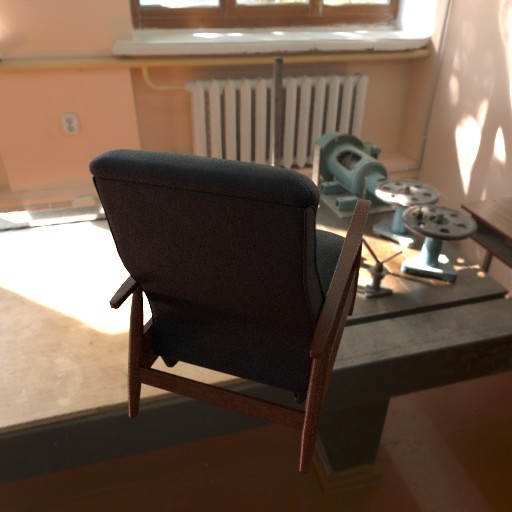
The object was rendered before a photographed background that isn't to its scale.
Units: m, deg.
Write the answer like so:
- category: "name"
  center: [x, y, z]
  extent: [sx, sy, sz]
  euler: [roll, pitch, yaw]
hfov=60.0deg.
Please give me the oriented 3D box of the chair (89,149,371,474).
- category: "chair"
  center: [0.000, 0.000, 1.771]
  extent: [0.762, 1.082, 1.014]
  euler: [10, 32, 17]
